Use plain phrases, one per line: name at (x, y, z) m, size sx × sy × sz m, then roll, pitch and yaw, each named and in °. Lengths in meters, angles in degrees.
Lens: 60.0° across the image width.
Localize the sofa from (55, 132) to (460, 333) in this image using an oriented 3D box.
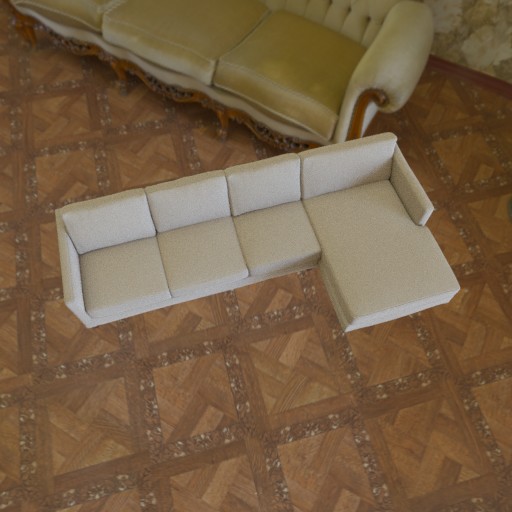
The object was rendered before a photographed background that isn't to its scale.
sofa at (0.000, 0.000, 3.900) m, size 3.186 × 0.861 × 1.625 m, roll -15°, pitch 63°, yaw -8°
